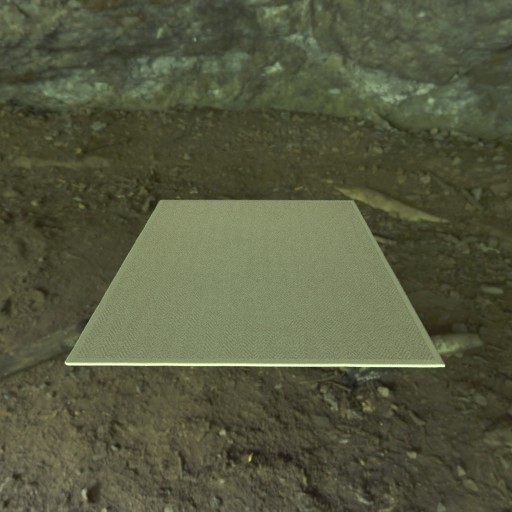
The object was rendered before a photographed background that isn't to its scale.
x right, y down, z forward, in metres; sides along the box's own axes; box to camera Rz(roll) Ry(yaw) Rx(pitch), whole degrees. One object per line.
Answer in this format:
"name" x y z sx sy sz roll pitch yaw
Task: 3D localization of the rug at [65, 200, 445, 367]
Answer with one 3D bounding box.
"rug" 0.000 0.000 4.148 2.407 0.020 3.051 0 27 0
